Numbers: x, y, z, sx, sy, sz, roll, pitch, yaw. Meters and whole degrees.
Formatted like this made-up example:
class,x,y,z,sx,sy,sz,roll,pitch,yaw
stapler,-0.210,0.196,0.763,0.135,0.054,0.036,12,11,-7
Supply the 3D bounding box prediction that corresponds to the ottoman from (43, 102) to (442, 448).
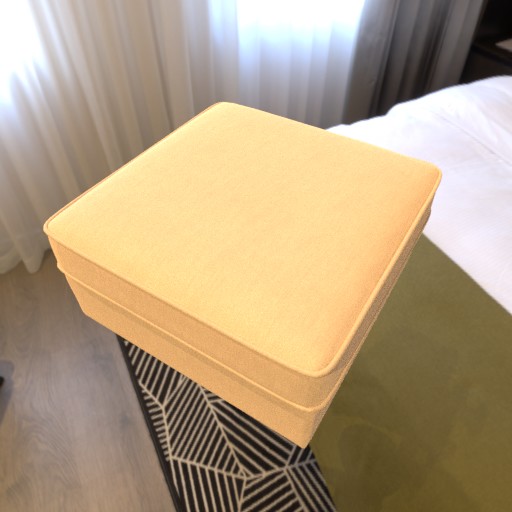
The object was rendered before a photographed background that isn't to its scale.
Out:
class,x,y,z,sx,sy,sz,roll,pitch,yaw
ottoman,0.000,0.000,1.021,0.613,0.438,0.616,24,51,22
